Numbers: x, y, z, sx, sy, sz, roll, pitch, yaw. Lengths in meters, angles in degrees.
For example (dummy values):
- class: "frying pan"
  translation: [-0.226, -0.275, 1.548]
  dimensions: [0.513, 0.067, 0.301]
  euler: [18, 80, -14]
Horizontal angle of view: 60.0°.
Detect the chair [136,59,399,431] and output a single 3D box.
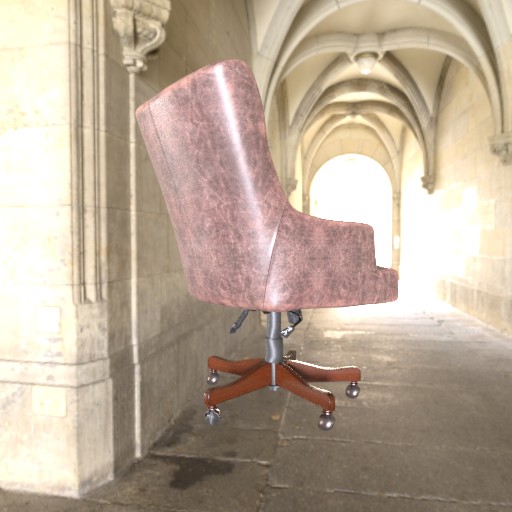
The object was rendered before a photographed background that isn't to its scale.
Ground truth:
- class: "chair"
  translation: [0.000, 0.000, 1.522]
  dimensions: [0.762, 1.035, 0.641]
  euler: [-1, 2, -35]
